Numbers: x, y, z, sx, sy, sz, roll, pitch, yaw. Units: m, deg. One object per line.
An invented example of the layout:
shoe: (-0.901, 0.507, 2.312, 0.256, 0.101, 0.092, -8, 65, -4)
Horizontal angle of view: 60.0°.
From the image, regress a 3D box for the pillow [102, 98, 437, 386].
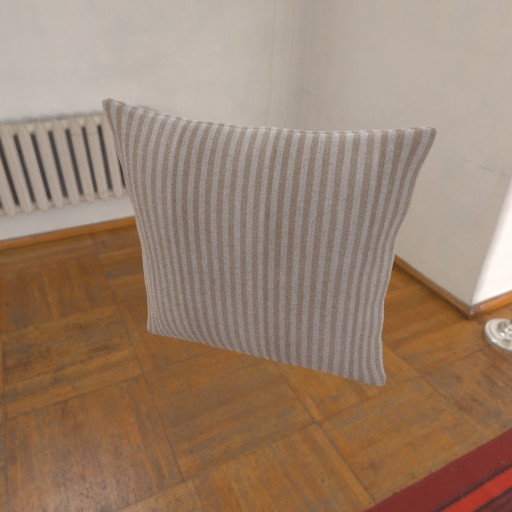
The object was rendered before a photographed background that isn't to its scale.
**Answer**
pillow: (0.000, 0.000, 0.792, 0.523, 0.510, 0.166, 10, 34, 15)
